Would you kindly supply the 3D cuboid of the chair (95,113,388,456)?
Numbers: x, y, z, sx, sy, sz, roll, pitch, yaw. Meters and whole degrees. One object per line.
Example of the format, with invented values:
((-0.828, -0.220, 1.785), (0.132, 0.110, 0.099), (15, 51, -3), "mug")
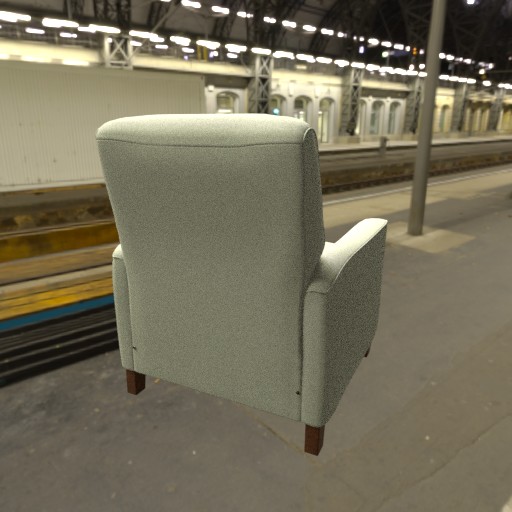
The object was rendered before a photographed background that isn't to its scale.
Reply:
((0.000, 0.000, 1.668), (0.853, 1.007, 0.846), (8, 19, 25), "chair")
